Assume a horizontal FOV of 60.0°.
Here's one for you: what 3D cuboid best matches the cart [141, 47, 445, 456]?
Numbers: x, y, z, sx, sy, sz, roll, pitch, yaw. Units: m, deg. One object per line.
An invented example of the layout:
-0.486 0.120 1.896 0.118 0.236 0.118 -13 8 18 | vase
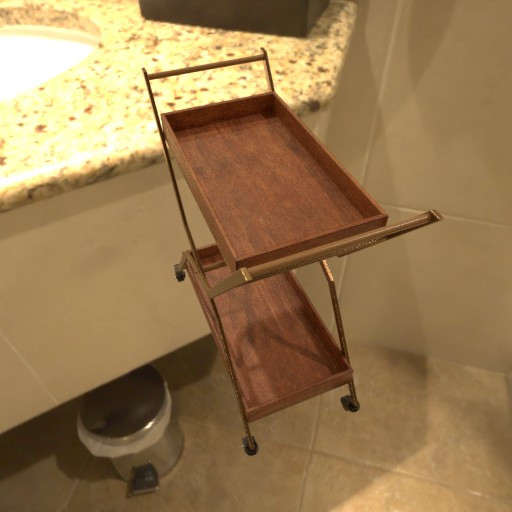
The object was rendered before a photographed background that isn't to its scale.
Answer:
0.000 0.000 1.311 0.405 0.869 0.836 -17 49 -15 | cart
